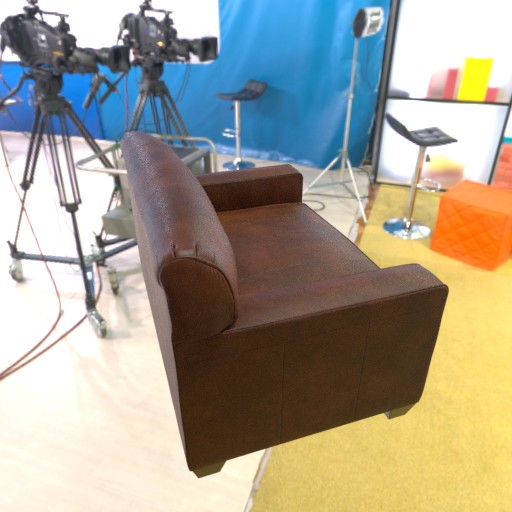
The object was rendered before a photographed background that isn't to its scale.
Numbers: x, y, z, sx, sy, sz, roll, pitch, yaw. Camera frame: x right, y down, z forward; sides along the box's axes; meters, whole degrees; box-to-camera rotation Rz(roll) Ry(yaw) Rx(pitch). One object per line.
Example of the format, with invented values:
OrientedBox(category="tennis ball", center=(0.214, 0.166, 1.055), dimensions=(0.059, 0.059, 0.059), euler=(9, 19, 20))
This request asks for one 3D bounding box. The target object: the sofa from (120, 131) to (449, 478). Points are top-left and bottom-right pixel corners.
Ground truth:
OrientedBox(category="sofa", center=(0.000, 0.000, 2.007), dimensions=(1.000, 0.956, 1.413), euler=(-10, 31, -16))
